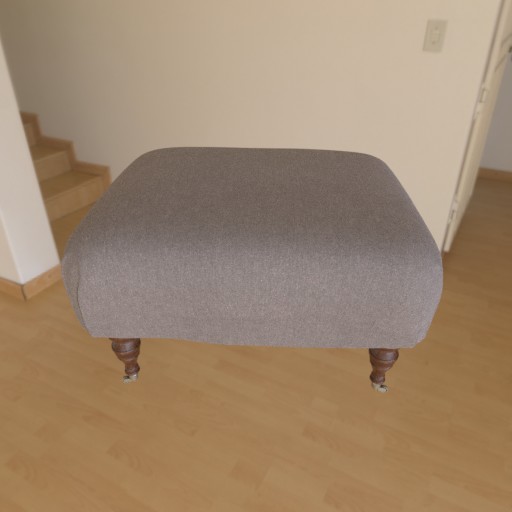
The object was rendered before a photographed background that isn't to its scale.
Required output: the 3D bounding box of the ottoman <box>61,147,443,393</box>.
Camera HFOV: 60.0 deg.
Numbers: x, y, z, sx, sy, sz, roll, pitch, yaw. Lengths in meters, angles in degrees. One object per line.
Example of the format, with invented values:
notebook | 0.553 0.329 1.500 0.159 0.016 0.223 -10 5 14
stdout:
ottoman | 0.000 0.000 1.123 0.747 0.450 0.622 1 31 2
